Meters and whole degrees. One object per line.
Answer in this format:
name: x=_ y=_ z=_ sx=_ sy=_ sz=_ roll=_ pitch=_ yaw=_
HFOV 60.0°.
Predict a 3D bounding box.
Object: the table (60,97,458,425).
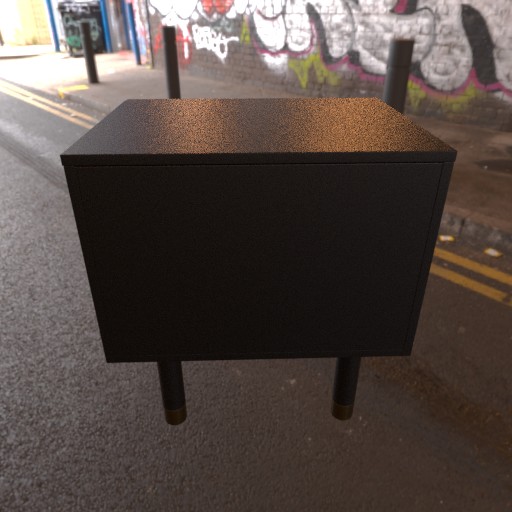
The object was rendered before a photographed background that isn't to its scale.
table: x=0.000 y=0.000 z=0.962 sx=0.564 sy=0.584 sz=0.441 roll=-1 pitch=29 yaw=-2
